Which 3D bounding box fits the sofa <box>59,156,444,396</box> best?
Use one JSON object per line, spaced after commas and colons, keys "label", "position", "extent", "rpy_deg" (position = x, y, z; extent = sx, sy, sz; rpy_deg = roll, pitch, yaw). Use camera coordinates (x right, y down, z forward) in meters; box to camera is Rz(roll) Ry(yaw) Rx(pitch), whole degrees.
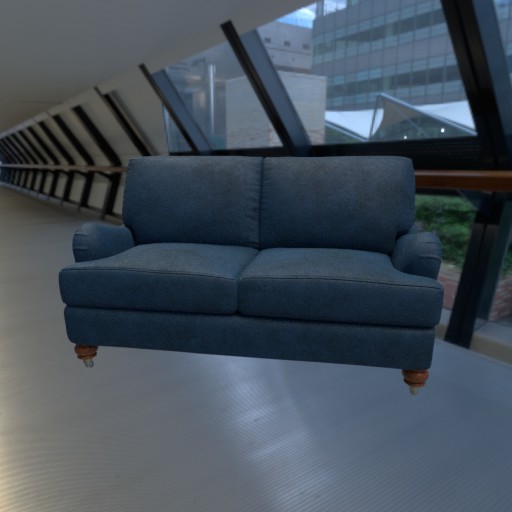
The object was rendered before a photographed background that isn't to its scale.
{"label": "sofa", "position": [0.000, 0.000, 2.504], "extent": [1.853, 1.101, 1.084], "rpy_deg": [2, 13, 9]}
